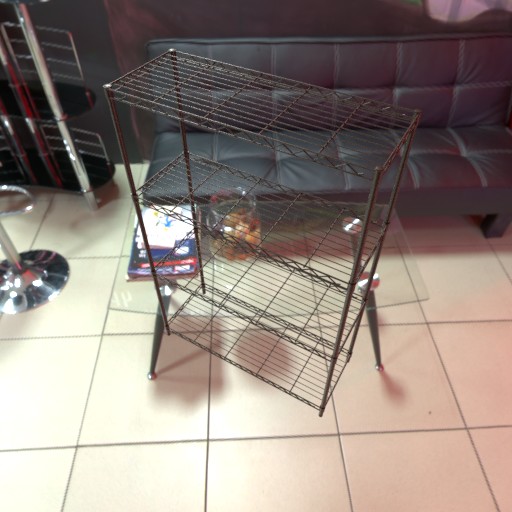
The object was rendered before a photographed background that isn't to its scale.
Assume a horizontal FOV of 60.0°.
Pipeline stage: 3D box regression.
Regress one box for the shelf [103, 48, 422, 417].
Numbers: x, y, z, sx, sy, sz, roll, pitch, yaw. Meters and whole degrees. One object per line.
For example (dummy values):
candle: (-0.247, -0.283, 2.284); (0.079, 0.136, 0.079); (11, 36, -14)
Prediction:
shelf: (0.000, 0.000, 1.811); (0.907, 1.361, 0.352); (23, 50, 21)
